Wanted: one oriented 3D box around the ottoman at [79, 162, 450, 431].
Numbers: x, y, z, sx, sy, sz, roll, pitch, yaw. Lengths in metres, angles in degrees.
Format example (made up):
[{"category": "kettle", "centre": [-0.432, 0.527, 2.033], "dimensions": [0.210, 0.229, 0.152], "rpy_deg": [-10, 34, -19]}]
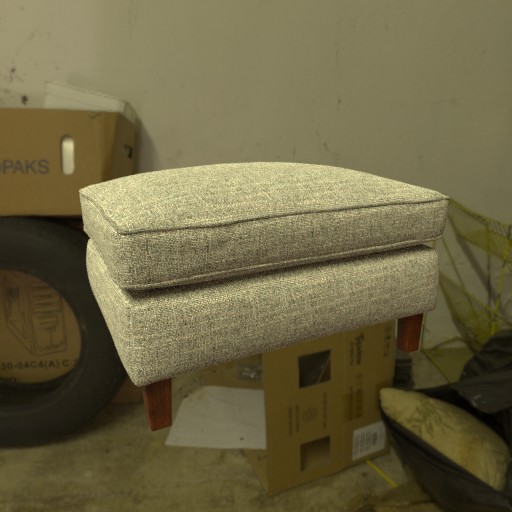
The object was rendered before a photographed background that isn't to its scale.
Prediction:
[{"category": "ottoman", "centre": [0.000, 0.000, 0.997], "dimensions": [0.686, 0.406, 0.508], "rpy_deg": [-8, 19, -26]}]
